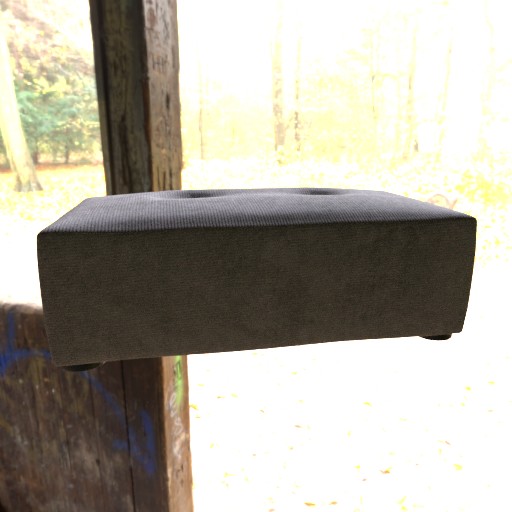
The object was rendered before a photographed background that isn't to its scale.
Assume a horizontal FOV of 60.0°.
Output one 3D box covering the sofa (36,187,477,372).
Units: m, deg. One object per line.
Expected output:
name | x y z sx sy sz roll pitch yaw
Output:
sofa | 0.000 0.000 1.142 0.930 0.330 0.480 -3 16 -10
